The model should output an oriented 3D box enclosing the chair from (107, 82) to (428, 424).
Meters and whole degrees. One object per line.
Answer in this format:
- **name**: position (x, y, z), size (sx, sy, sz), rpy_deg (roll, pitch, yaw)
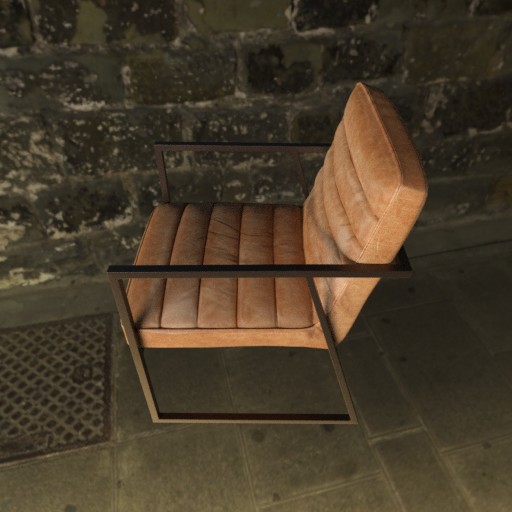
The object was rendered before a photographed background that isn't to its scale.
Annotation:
- **chair**: position (0.000, 0.000, 1.254), size (0.677, 0.832, 0.571), rpy_deg (0, 42, 1)
